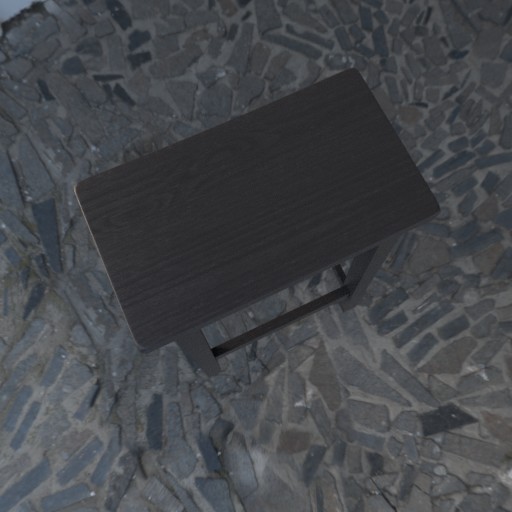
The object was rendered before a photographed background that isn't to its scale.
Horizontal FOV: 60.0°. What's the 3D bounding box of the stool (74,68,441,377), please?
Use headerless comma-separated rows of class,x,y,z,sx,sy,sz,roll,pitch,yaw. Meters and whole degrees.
stool,0.000,0.000,0.847,0.406,0.610,0.322,-25,77,-6
